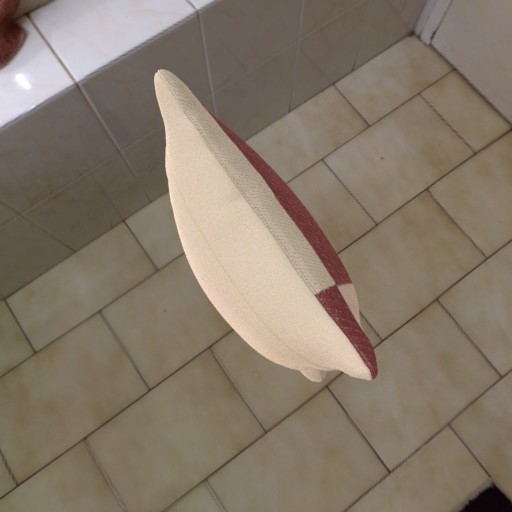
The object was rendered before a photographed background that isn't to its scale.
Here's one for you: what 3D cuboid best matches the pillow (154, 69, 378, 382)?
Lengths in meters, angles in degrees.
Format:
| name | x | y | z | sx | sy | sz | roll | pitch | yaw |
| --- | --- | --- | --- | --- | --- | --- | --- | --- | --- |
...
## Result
| name | x | y | z | sx | sy | sz | roll | pitch | yaw |
| --- | --- | --- | --- | --- | --- | --- | --- | --- | --- |
| pillow | 0.000 | 0.000 | 0.815 | 0.229 | 0.506 | 0.536 | -33 | 77 | -8 |
